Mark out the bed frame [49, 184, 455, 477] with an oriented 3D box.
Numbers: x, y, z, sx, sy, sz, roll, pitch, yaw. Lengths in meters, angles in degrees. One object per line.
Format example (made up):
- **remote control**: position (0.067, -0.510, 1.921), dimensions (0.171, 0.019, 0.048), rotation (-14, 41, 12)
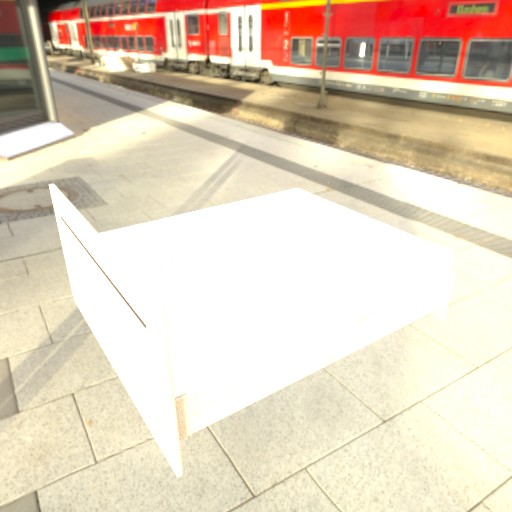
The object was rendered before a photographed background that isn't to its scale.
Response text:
- **bed frame**: position (0.000, 0.000, 2.983), dimensions (2.080, 0.900, 1.800), rotation (-17, 31, -30)
